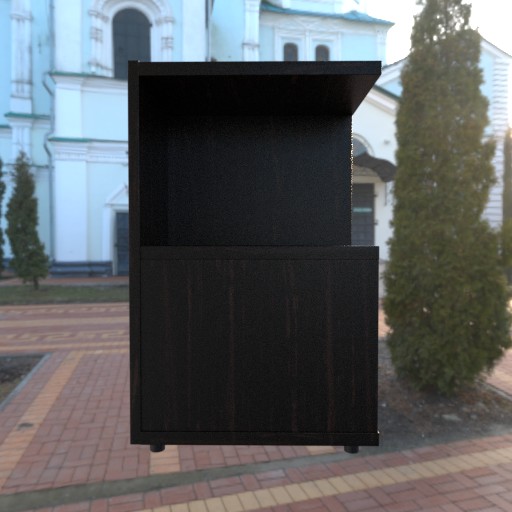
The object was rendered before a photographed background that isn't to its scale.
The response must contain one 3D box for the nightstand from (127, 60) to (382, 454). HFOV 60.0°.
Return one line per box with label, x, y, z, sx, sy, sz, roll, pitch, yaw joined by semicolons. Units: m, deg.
nightstand;0.000;0.000;0.825;0.356;0.559;0.400;0;1;1
